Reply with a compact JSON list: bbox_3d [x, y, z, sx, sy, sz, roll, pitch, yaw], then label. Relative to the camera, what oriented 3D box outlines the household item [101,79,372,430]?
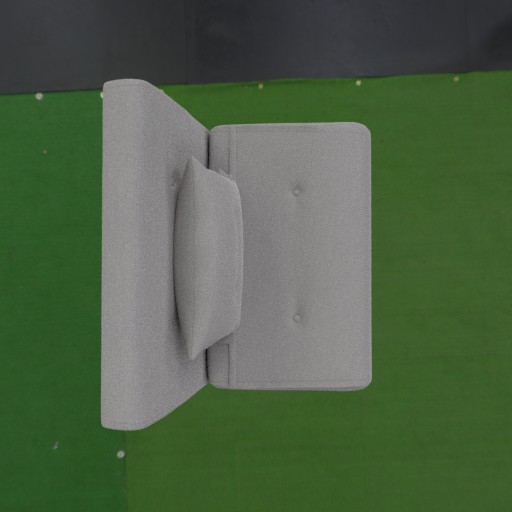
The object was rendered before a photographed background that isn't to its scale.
[{"bbox_3d":[0.000,0.000,1.607,0.874,0.800,1.000,0,89,0],"label":"household item"}]
